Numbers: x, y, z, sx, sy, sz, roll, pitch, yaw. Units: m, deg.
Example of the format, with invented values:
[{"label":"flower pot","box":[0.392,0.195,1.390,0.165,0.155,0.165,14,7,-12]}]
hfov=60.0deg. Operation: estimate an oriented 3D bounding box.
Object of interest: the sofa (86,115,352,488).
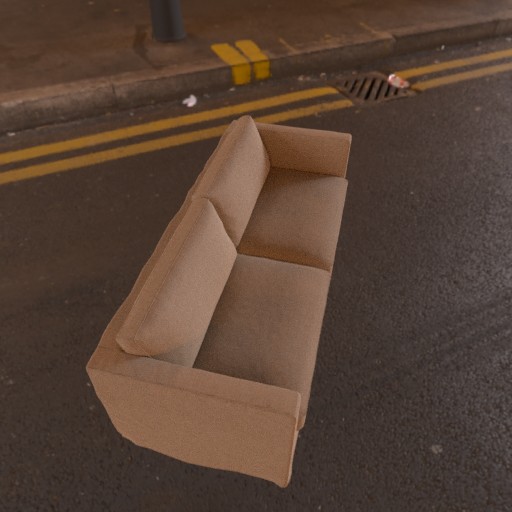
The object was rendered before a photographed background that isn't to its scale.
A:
[{"label":"sofa","box":[0.000,0.000,2.771,0.956,0.847,2.296,10,45,10]}]
